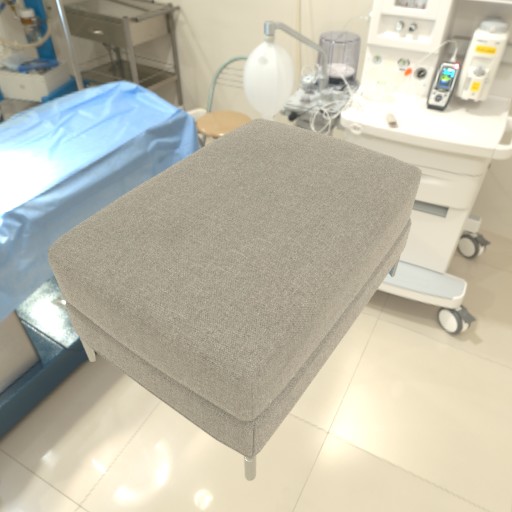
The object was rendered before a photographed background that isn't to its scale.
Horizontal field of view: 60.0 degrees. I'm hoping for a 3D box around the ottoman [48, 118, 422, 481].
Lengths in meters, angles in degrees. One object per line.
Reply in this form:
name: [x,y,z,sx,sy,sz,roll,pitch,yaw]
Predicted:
ottoman: [0.000,0.000,1.185,0.584,0.457,0.838,26,48,26]
